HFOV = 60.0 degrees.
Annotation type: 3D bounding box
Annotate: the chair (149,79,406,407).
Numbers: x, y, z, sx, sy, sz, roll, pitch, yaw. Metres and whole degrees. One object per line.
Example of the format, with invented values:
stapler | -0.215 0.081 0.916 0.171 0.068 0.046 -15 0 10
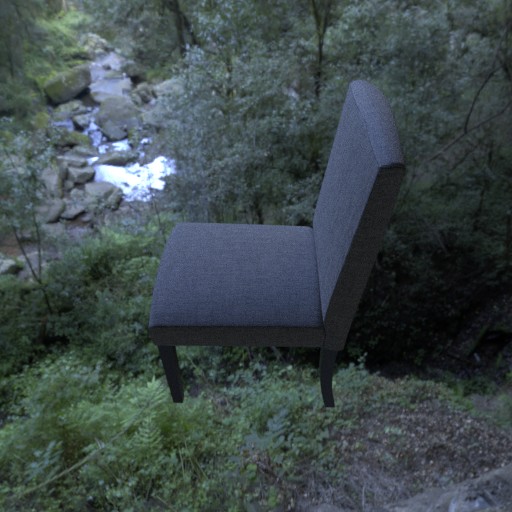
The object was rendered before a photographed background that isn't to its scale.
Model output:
chair | 0.000 0.000 1.270 0.580 0.917 0.451 1 41 1
